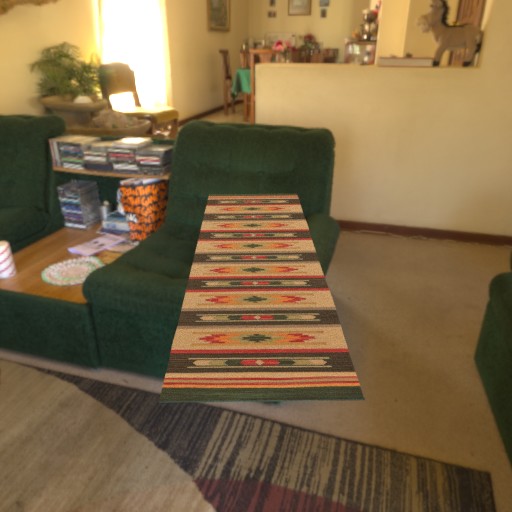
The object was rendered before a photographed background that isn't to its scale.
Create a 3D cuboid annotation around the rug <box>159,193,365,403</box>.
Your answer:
[{"bbox_3d":[0.000,0.000,2.714,0.760,0.009,2.440,0,26,-1],"label":"rug"}]
